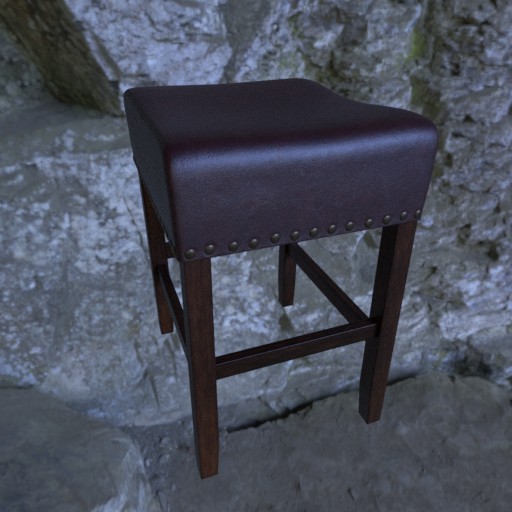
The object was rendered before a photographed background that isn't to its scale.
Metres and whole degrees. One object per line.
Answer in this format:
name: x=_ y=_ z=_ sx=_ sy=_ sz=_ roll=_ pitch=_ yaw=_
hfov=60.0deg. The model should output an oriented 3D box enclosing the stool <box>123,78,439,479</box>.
stool: x=0.000 y=0.000 z=0.893 sx=0.397 sy=0.608 sz=0.465 roll=-10 pitch=31 yaw=-18
